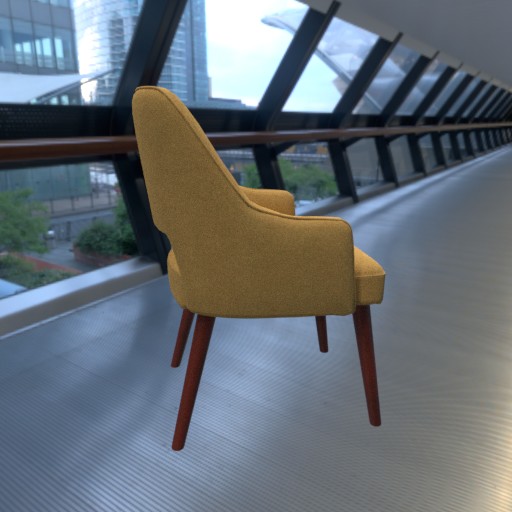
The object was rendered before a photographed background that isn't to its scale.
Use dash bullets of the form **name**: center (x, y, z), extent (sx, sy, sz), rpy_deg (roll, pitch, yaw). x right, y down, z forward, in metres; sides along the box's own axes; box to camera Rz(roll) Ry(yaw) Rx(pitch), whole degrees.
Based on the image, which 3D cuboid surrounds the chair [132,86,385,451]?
- **chair**: center (0.000, 0.000, 1.221), extent (0.605, 0.849, 0.548), rpy_deg (-3, 16, -10)
